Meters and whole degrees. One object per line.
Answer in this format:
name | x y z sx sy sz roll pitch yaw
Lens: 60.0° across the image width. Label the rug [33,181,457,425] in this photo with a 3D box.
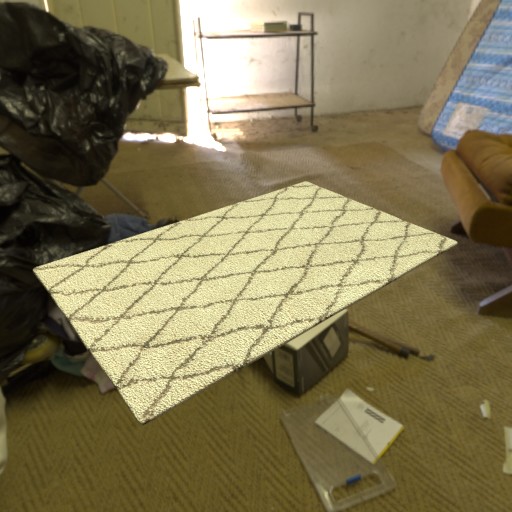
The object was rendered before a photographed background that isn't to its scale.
rug | 0.000 0.000 2.973 2.438 0.030 1.524 -22 37 -33
